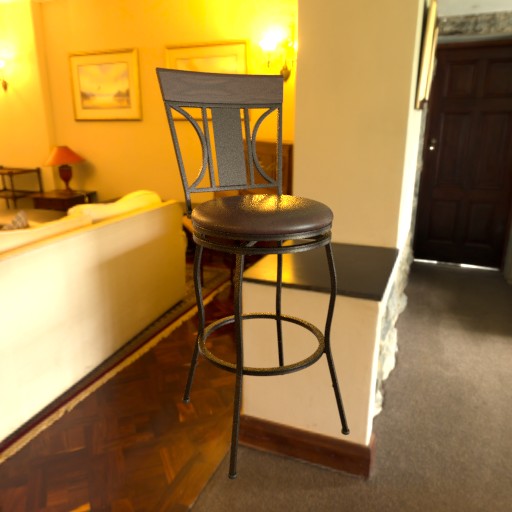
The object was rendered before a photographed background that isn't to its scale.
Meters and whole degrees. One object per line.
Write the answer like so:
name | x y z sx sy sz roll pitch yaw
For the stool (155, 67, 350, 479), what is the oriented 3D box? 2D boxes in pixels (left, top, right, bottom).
stool | 0.000 0.000 1.405 0.448 1.130 0.513 -8 18 -26
